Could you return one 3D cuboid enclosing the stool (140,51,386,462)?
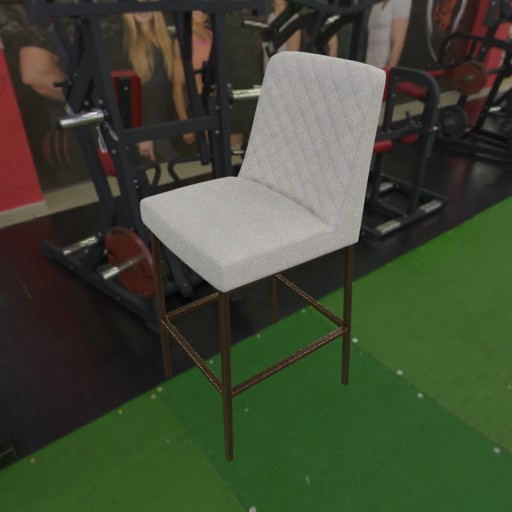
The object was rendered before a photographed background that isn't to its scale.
[{"bbox_3d":[0.000,0.000,1.360,0.546,1.084,0.462,-21,38,-30],"label":"stool"}]
